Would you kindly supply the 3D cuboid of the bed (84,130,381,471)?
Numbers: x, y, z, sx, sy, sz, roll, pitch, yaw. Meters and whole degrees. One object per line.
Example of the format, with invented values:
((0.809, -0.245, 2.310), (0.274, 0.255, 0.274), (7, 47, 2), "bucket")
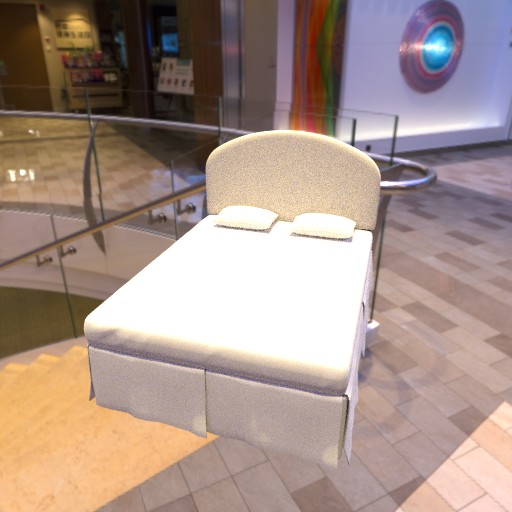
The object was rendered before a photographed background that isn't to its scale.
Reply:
((0.000, 0.000, 3.083), (1.607, 1.410, 2.005), (7, 26, 15), "bed")
